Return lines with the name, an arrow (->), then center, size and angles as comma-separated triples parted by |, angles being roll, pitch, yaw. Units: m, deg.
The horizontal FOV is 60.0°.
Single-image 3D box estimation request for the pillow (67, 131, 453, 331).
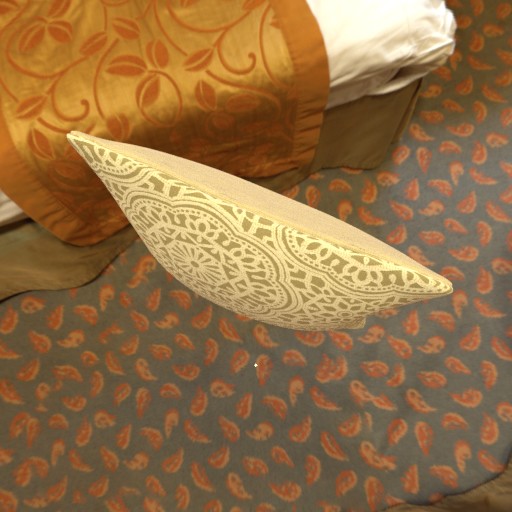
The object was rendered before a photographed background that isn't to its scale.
pillow -> 0.000, 0.000, 0.654 | 0.438, 0.421, 0.167 | 22, 77, 5
